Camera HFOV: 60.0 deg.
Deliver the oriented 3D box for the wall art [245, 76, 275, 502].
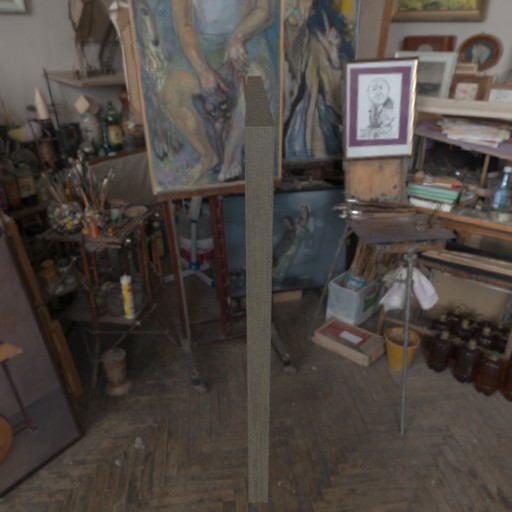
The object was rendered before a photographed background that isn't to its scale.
[{"bbox_3d":[0.000,0.000,1.083,0.039,0.758,0.758,0,27,-1],"label":"wall art"}]
